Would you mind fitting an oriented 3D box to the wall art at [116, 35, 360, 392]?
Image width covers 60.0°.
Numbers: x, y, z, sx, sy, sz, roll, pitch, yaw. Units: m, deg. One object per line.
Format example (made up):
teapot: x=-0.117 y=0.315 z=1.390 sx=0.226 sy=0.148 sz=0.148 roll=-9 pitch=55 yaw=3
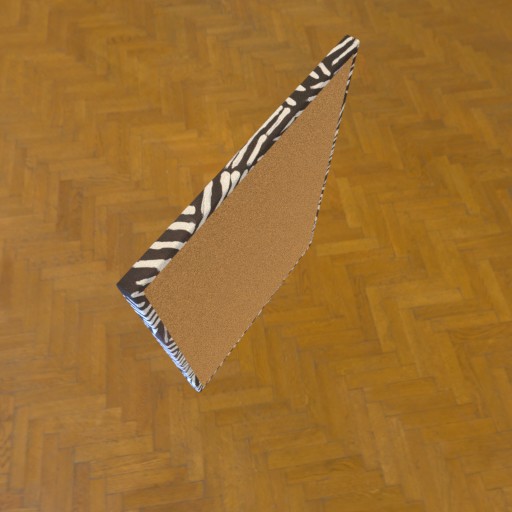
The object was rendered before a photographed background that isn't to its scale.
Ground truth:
wall art: x=0.000 y=0.000 z=1.335 sx=0.038 sy=1.017 sz=0.765 roll=33 pitch=69 yaw=15
